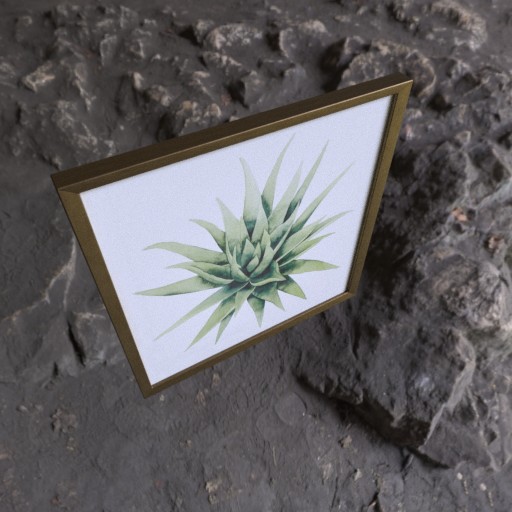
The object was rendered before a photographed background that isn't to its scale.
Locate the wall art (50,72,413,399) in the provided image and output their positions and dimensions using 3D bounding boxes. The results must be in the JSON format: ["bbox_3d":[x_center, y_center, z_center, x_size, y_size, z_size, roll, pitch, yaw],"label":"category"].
[{"bbox_3d":[0.000,0.000,0.747,0.503,0.506,0.030,-23,51,-20],"label":"wall art"}]
